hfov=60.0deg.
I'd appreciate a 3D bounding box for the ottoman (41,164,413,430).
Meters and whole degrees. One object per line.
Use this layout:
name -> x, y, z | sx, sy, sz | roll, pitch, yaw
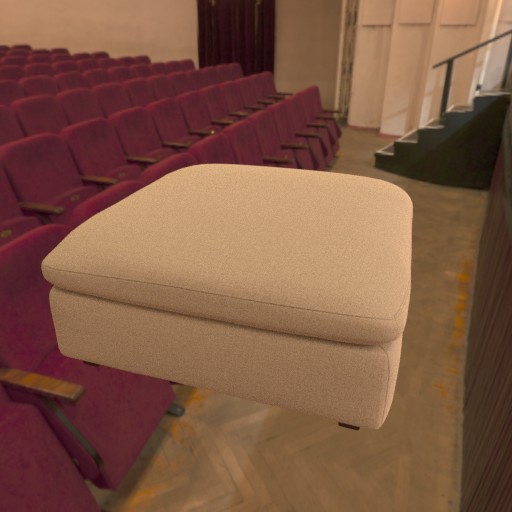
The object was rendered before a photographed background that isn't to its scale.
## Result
ottoman -> 0.000, 0.000, 1.526 | 0.996, 0.467, 0.977 | 8, 28, 16
